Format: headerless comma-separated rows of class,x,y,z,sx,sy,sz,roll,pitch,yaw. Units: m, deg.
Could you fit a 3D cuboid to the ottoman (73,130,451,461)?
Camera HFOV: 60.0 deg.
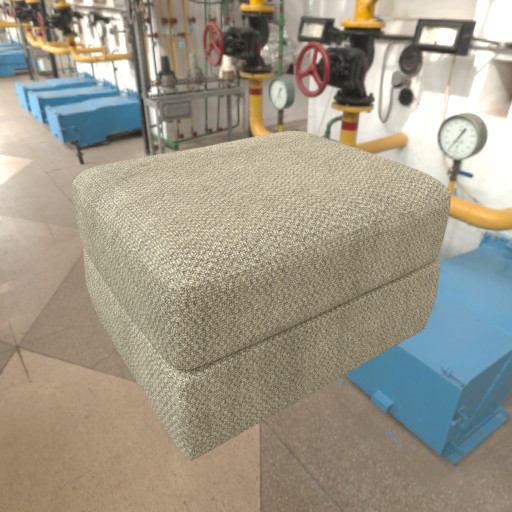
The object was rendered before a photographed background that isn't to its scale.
ottoman,0.000,0.000,1.128,0.751,0.476,0.603,-19,35,-29
